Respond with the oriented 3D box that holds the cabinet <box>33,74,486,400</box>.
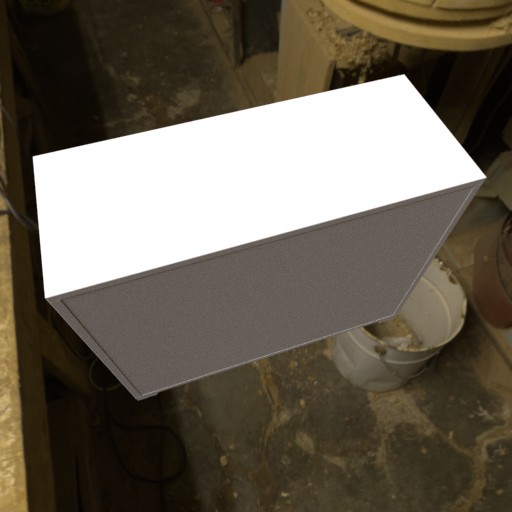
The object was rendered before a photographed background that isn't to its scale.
[{"bbox_3d":[0.000,0.000,1.389,1.000,0.800,0.400,-16,59,-10],"label":"cabinet"}]
